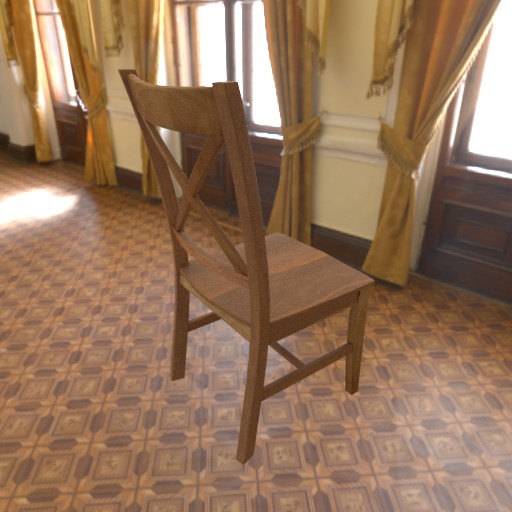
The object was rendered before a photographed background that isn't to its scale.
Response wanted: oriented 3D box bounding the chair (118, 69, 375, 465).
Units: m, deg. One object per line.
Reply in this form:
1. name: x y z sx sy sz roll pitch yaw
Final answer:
1. chair: 0.000 0.000 1.270 0.542 0.983 0.485 -18 31 -32
